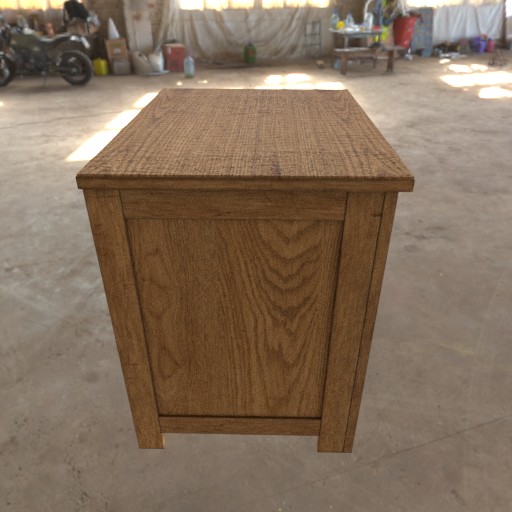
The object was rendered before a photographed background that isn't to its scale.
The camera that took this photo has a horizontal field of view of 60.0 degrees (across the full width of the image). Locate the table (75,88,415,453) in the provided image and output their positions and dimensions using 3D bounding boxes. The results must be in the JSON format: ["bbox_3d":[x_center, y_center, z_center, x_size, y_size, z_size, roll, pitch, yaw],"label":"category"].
[{"bbox_3d":[0.000,0.000,1.028,0.494,0.625,0.601,1,31,1],"label":"table"}]
